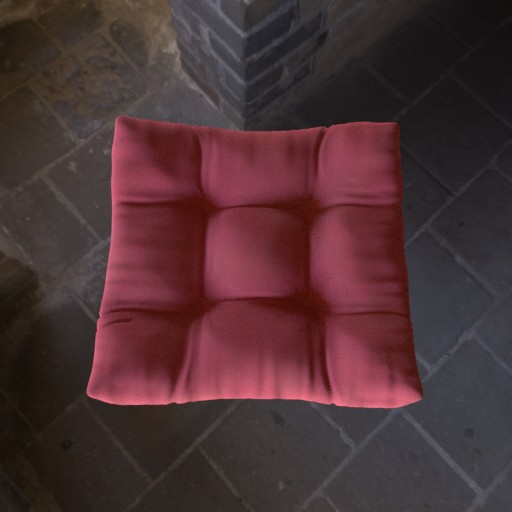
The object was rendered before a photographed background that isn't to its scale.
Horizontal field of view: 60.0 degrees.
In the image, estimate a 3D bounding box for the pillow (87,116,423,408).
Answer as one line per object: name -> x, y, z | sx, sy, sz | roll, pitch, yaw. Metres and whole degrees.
pillow -> 0.000, 0.000, 0.726 | 0.490, 0.128, 0.468 | 1, 76, 0
